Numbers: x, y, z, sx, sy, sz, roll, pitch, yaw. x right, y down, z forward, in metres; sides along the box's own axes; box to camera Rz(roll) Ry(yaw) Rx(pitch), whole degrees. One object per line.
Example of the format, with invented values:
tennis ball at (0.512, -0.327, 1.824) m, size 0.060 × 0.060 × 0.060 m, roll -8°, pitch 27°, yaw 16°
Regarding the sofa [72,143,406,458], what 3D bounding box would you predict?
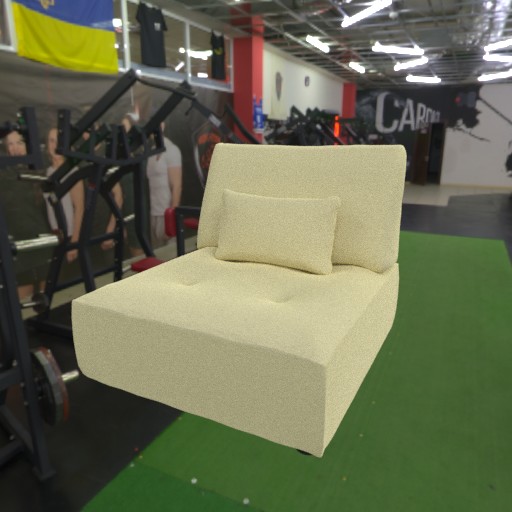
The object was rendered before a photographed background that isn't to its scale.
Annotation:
sofa at (0.000, 0.000, 1.708) m, size 0.930 × 0.820 × 1.000 m, roll 8°, pitch 17°, yaw 26°
